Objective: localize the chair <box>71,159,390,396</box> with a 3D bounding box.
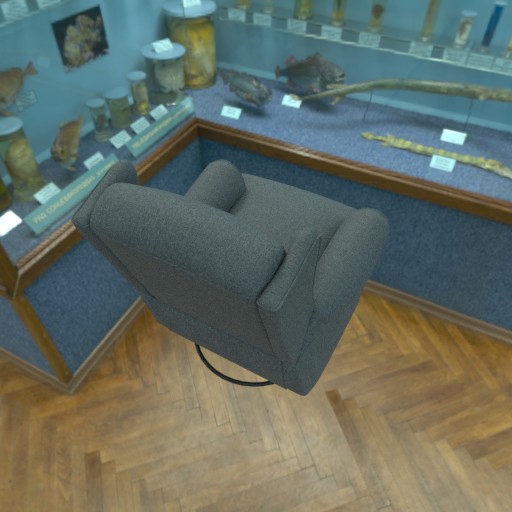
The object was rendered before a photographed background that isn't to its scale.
[{"bbox_3d":[0.000,0.000,1.724,0.847,1.011,0.969,22,50,20],"label":"chair"}]
